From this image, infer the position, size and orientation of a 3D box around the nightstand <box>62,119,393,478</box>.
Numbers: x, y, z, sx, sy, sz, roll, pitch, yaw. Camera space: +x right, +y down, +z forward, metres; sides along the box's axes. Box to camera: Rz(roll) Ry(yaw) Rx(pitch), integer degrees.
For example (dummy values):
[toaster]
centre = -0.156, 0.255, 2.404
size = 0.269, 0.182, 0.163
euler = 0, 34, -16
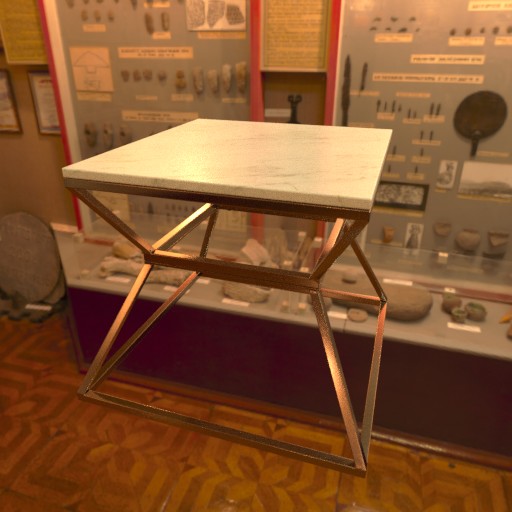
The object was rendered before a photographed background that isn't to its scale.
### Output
[nightstand]
centre = 0.000, 0.000, 0.861
size = 0.514, 0.426, 0.513
euler = 8, 27, 16
